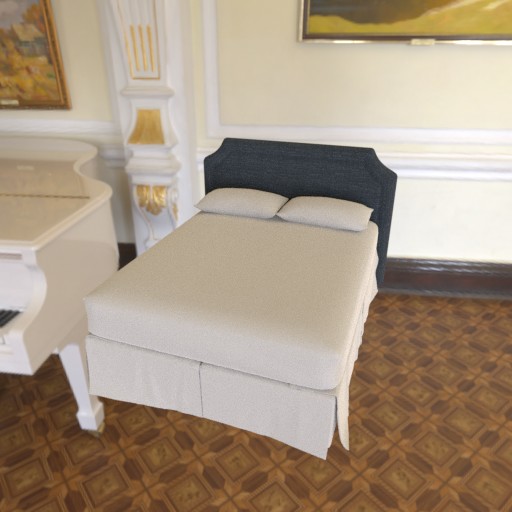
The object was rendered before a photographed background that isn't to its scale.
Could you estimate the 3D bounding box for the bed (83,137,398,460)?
[{"bbox_3d":[0.000,0.000,3.353,1.828,1.297,2.208,9,27,18],"label":"bed"}]
